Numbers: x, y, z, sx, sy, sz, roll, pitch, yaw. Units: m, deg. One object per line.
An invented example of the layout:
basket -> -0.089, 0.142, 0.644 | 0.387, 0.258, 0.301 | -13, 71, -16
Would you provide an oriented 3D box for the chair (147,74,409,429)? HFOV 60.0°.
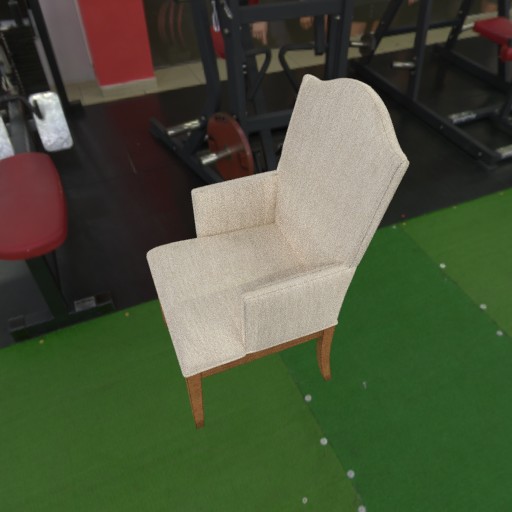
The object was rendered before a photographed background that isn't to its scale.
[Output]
chair -> 0.000, 0.000, 1.410 | 0.641, 1.016, 0.533 | -16, 47, -15
